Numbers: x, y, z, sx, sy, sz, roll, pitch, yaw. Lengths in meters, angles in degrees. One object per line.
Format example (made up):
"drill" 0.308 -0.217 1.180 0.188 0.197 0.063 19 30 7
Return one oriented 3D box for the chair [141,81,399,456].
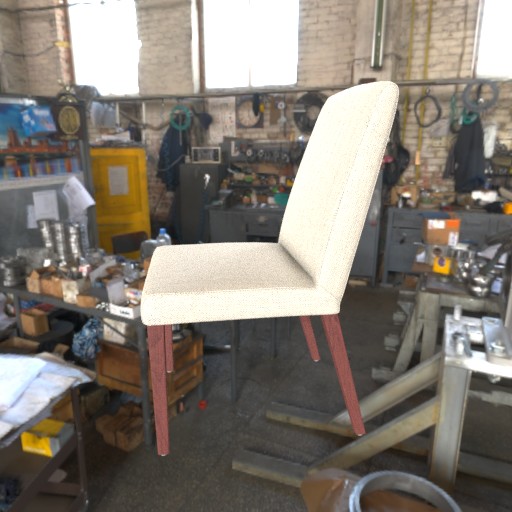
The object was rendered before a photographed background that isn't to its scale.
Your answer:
"chair" 0.000 0.000 1.238 0.594 0.900 0.480 -2 15 -8
